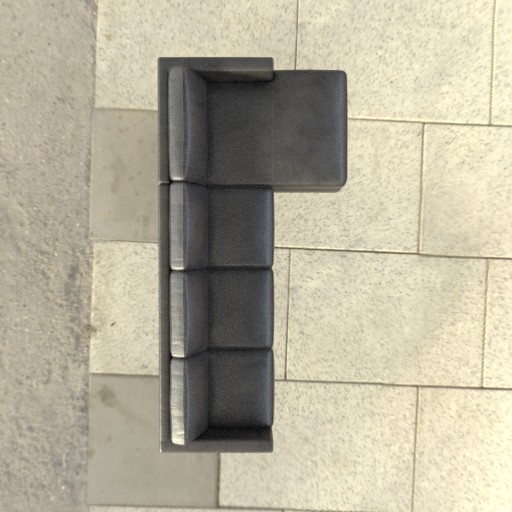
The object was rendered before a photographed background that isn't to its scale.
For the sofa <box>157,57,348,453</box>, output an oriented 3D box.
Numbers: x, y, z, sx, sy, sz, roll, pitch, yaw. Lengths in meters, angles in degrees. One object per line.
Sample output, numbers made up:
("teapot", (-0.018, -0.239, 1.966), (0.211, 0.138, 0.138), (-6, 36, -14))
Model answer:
("sofa", (0.000, 0.000, 3.870), (1.581, 0.883, 3.203), (0, 91, 0))
